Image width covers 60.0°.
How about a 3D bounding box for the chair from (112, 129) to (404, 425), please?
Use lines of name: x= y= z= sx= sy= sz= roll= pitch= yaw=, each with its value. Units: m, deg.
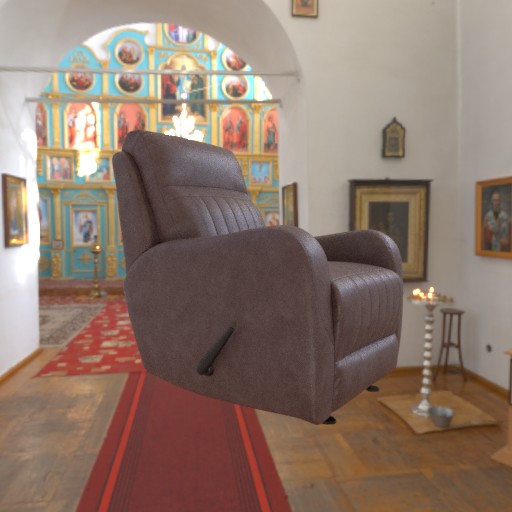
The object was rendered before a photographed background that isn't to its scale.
chair: x=0.000 y=0.000 z=1.843 sx=1.067 sy=1.067 sz=0.865 roll=1 pitch=2 yaw=36
